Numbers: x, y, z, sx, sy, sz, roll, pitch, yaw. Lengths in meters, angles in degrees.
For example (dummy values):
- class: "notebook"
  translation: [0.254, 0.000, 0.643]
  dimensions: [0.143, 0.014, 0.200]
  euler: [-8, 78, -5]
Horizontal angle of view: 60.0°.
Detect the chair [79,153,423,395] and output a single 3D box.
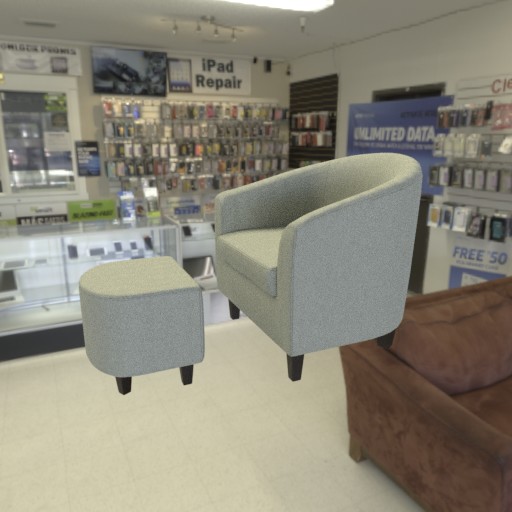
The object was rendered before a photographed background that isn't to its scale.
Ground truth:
- class: "chair"
  translation: [0.000, 0.000, 1.713]
  dimensions: [1.288, 0.757, 0.756]
  euler: [-7, 17, -23]
